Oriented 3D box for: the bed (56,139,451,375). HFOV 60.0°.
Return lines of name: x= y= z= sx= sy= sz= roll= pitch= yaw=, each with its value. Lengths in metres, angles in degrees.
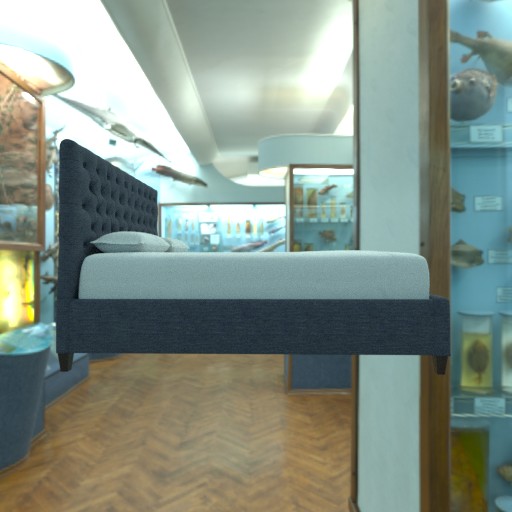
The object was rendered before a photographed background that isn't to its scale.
bed: x=0.000 y=0.000 z=3.678 sx=2.387 sy=1.427 sz=2.078 roll=0 pitch=0 yaw=2
